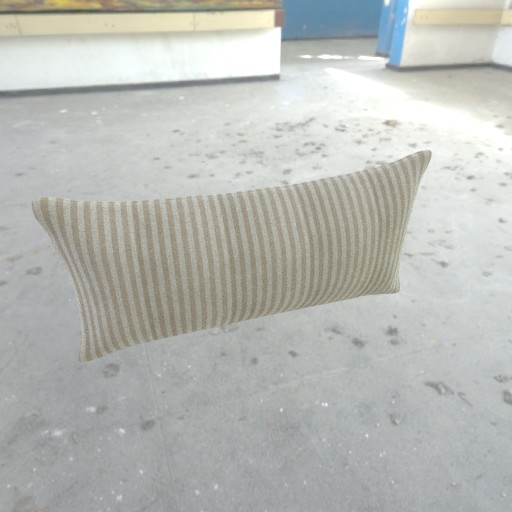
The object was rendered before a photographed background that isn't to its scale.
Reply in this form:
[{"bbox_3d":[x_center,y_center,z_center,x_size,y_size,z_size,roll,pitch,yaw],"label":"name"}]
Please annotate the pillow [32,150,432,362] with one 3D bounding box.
[{"bbox_3d":[0.000,0.000,0.733,0.617,0.295,0.151,-10,33,-15],"label":"pillow"}]
